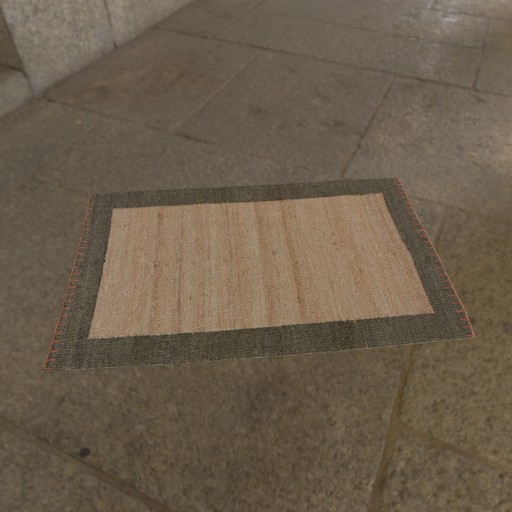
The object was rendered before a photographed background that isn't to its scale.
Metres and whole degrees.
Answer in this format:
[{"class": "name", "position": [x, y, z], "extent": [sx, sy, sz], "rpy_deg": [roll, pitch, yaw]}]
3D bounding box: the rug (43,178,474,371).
[{"class": "rug", "position": [0.000, 0.000, 2.963], "extent": [2.435, 0.006, 1.521], "rpy_deg": [-3, 48, -3]}]
